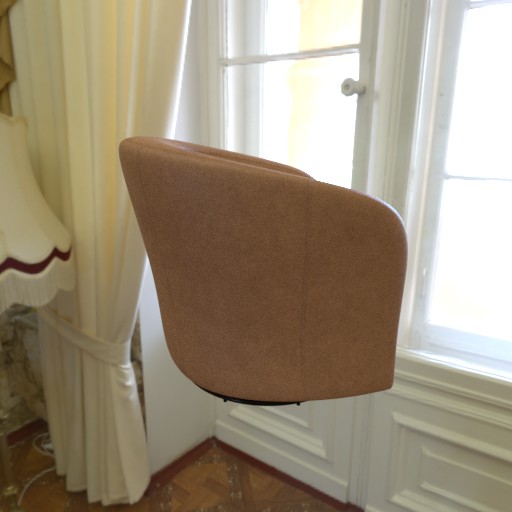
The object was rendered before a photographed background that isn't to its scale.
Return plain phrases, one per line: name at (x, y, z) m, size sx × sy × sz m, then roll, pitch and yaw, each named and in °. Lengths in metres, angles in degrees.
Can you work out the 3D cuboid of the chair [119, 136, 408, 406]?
chair at (0.000, 0.000, 1.476) m, size 0.815 × 0.771 × 0.791 m, roll -3°, pitch 17°, yaw -10°
